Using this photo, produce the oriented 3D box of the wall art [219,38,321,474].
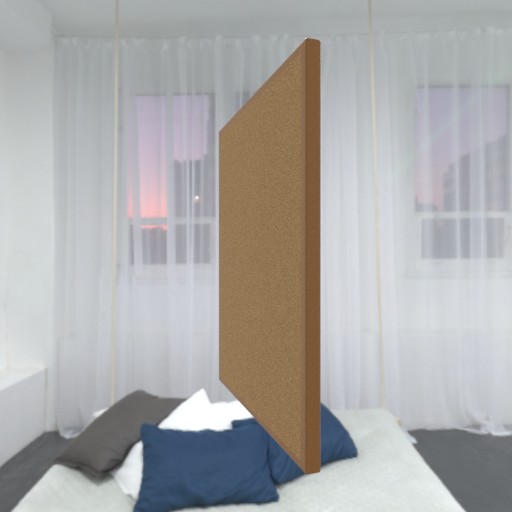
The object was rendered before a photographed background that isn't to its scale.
[{"bbox_3d":[0.000,0.000,0.777,0.022,0.553,0.452,0,0,-19],"label":"wall art"}]
